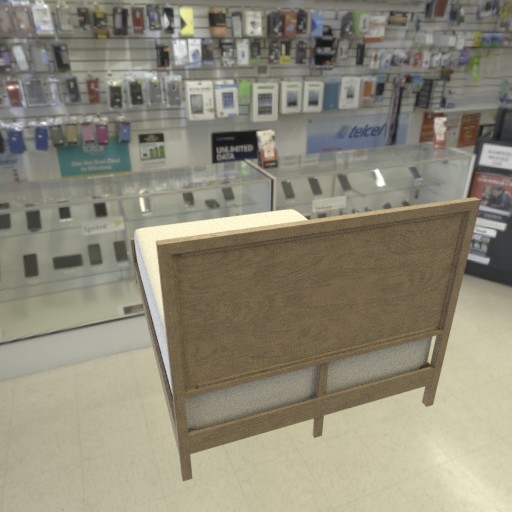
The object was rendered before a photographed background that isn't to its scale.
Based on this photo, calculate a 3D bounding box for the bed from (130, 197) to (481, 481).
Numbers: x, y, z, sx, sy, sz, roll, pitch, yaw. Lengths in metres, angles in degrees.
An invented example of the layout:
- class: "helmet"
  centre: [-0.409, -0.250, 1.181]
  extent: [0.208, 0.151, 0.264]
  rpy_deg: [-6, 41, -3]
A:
- class: "bed"
  centre: [0.000, 0.000, 3.200]
  extent: [1.606, 1.369, 2.189]
  rpy_deg: [-9, 27, -18]
